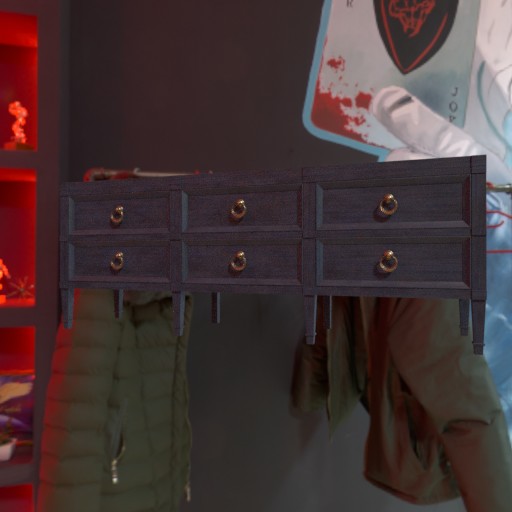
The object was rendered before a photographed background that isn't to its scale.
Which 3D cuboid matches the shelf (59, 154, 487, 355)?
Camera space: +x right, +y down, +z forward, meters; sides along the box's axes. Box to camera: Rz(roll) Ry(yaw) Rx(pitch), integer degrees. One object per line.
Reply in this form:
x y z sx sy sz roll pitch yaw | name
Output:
0.000 0.000 2.085 1.878 0.715 0.471 0 0 19 | shelf
